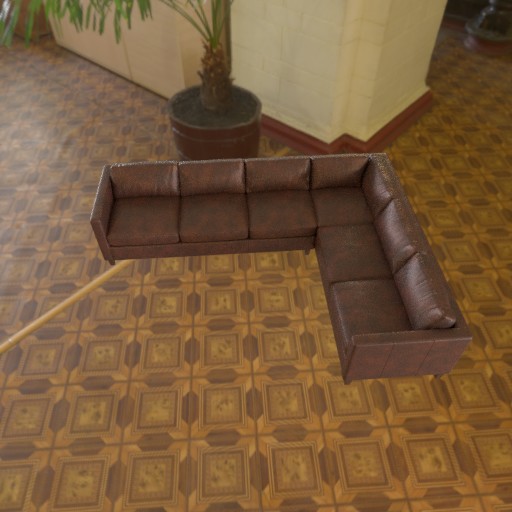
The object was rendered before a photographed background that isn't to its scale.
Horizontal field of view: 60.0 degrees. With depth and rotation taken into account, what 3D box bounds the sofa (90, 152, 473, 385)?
[{"bbox_3d":[0.000,0.000,4.305,3.152,0.836,2.438,-3,48,-3],"label":"sofa"}]
